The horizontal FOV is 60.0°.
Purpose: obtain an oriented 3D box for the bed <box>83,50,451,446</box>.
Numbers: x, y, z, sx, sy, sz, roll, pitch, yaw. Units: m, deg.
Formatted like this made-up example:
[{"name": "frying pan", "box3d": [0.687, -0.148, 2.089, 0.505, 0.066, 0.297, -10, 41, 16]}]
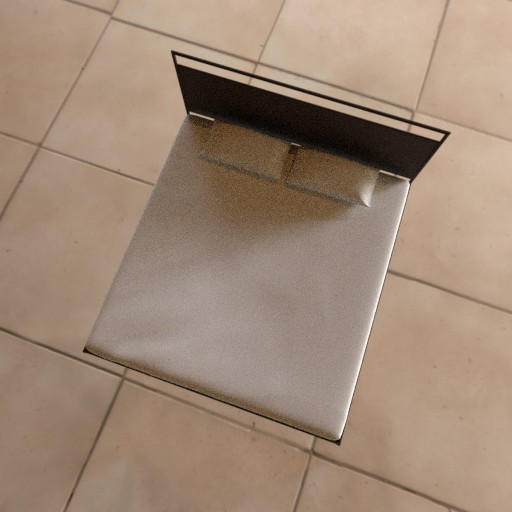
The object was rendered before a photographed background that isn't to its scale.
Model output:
[{"name": "bed", "box3d": [0.000, 0.000, 3.309, 1.993, 1.173, 2.151, 18, 75, 5]}]
